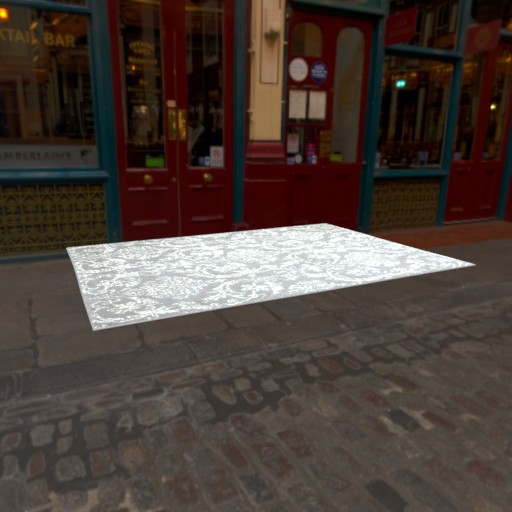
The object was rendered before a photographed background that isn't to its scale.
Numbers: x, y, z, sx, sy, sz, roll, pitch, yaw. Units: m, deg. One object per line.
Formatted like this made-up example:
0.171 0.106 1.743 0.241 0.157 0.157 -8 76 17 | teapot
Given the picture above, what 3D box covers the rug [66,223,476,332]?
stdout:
0.000 0.000 2.907 2.206 0.014 1.578 -7 16 -25 | rug
